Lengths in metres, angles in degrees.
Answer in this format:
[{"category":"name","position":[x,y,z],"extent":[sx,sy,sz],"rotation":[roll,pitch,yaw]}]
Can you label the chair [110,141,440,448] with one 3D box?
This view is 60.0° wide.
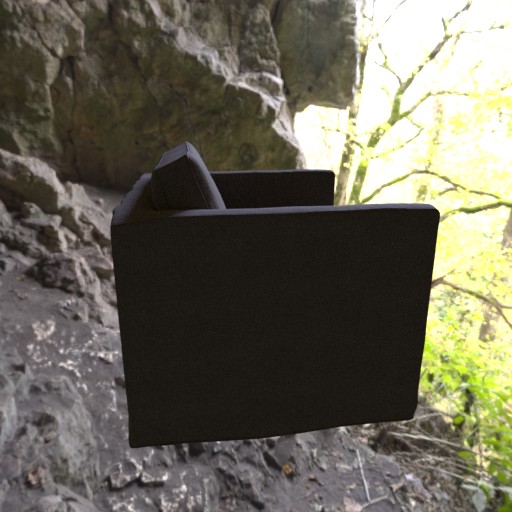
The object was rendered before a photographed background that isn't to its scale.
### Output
[{"category":"chair","position":[0.000,0.000,1.751],"extent":[0.949,0.863,1.057],"rotation":[-3,17,-8]}]
